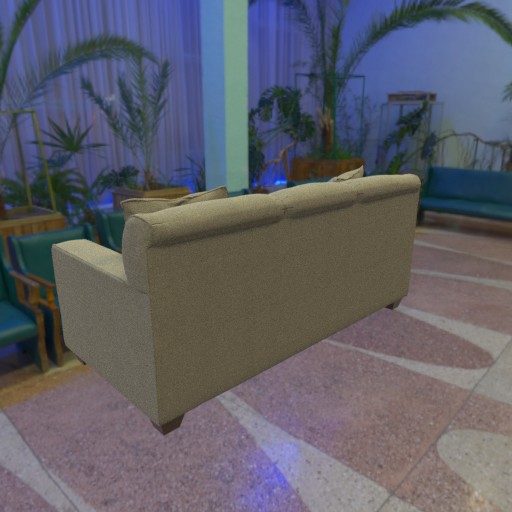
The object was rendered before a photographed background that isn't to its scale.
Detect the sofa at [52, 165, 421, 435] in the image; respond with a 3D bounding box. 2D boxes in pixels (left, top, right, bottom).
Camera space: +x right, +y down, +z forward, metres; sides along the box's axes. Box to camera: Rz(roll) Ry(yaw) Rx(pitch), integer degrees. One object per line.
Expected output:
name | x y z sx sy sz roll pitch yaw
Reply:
sofa | 0.000 0.000 2.618 2.024 0.958 0.997 -16 23 -42
